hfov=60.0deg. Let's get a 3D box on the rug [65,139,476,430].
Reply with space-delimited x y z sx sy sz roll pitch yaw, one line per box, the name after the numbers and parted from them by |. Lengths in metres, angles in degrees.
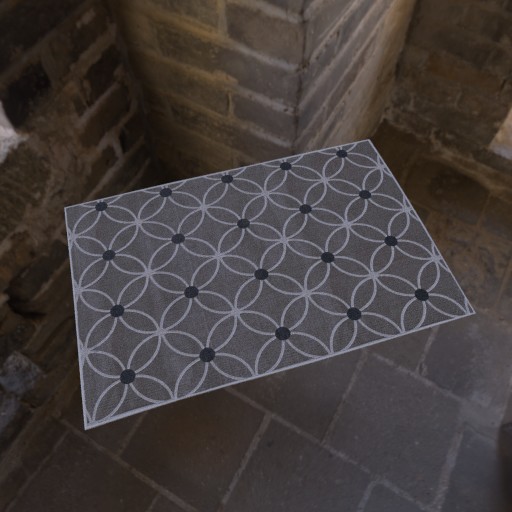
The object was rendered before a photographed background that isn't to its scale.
0.000 0.000 2.830 2.284 0.008 1.522 -14 59 -9 | rug
